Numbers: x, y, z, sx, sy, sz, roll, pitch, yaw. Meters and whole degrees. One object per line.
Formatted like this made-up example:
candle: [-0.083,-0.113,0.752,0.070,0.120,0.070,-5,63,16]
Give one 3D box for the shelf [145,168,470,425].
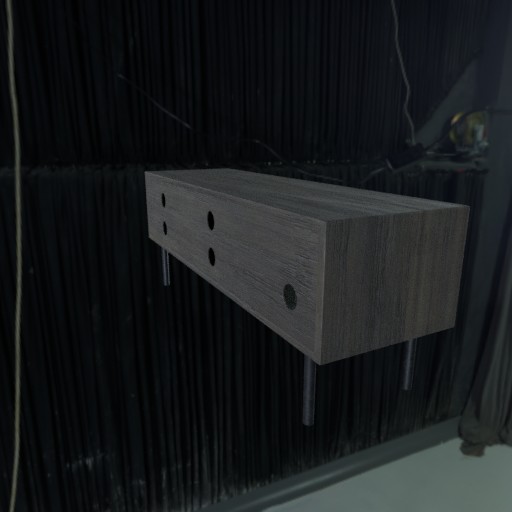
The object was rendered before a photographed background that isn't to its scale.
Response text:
shelf: [0.000,0.000,1.517,0.400,0.495,1.300,-8,17,-27]
